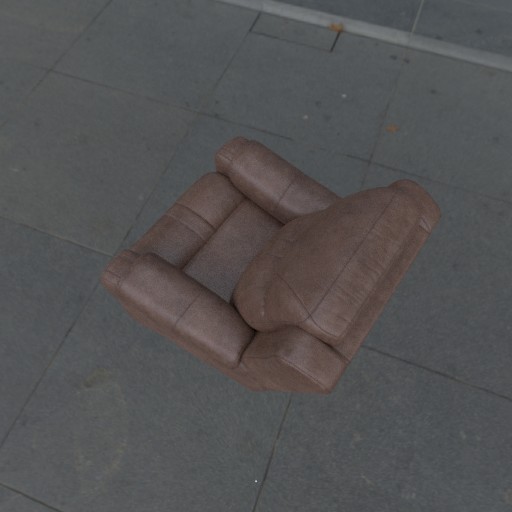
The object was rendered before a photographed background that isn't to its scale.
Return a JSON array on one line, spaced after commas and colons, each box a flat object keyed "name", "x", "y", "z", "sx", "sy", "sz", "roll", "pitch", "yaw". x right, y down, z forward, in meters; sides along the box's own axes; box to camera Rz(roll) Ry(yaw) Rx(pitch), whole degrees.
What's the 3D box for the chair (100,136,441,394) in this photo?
[{"name": "chair", "x": 0.000, "y": 0.000, "z": 1.849, "sx": 1.067, "sy": 0.990, "sz": 0.940, "roll": 33, "pitch": 68, "yaw": 15}]
